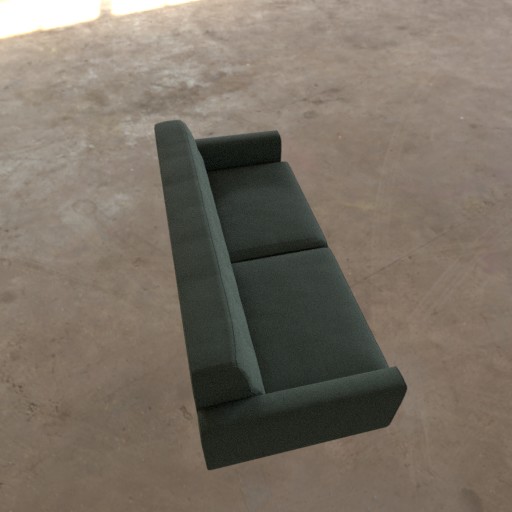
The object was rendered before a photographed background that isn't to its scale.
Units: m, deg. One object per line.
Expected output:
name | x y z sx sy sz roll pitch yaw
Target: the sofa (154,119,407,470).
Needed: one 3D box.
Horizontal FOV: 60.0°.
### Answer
sofa | 0.000 0.000 2.516 0.909 0.841 2.029 -10 47 -9
